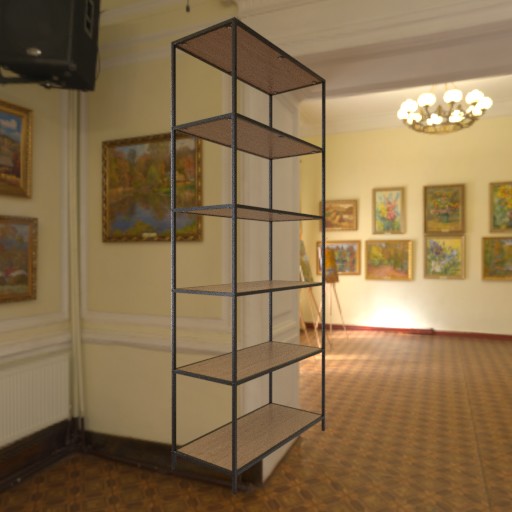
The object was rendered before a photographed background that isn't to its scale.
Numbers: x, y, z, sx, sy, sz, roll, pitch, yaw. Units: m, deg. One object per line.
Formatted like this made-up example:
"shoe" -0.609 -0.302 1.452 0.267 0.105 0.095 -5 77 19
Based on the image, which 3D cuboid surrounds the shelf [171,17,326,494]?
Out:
"shelf" 0.000 0.000 2.130 0.350 1.850 0.770 0 1 36
